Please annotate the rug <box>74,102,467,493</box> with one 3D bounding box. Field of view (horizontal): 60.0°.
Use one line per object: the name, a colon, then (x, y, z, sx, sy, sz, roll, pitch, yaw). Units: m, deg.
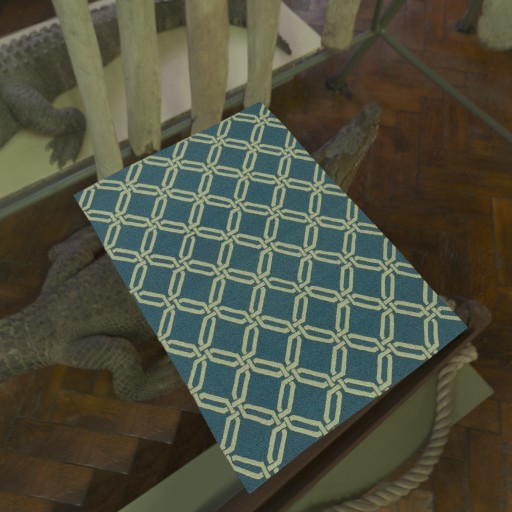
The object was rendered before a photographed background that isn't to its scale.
rug: (0.000, 0.000, 2.748, 1.524, 0.013, 2.135, -31, 68, -14)
